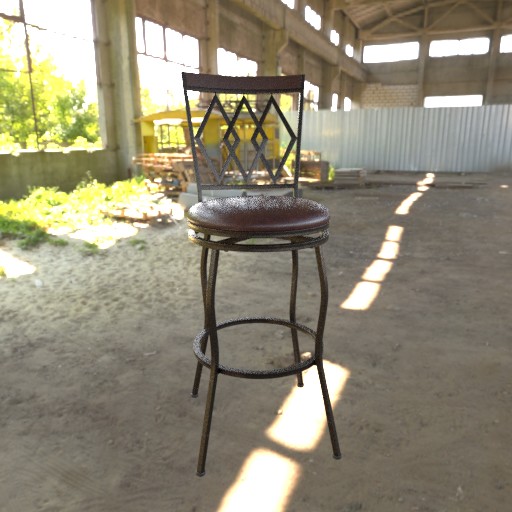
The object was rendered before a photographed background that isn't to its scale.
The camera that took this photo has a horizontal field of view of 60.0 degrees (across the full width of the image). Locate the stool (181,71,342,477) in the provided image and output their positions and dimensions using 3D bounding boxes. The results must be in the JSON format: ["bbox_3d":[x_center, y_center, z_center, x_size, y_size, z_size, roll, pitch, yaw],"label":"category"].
[{"bbox_3d":[0.000,0.000,1.388,0.432,1.134,0.521,-2,14,-10],"label":"stool"}]
